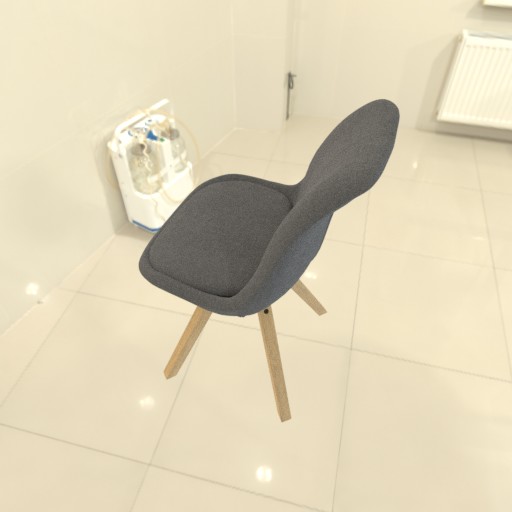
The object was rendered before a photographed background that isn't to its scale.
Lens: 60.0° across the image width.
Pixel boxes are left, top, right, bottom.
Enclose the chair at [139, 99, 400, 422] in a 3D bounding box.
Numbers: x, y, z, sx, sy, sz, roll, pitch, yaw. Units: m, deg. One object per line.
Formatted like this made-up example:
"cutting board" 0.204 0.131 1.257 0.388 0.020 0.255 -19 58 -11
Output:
"chair" 0.000 0.000 1.180 0.550 0.850 0.485 15 48 14
